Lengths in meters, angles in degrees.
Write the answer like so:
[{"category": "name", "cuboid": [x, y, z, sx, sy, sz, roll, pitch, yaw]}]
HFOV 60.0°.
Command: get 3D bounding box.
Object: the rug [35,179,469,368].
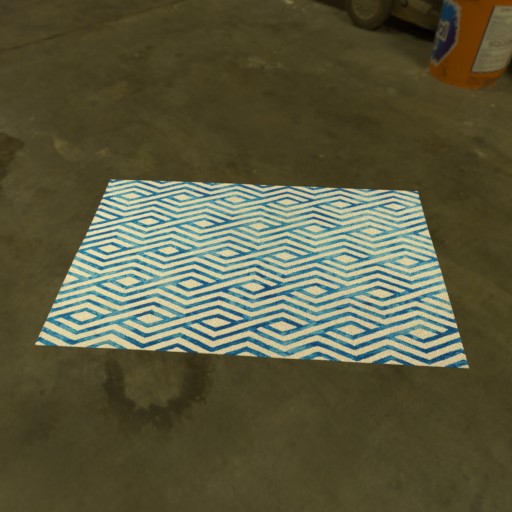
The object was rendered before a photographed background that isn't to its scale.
[{"category": "rug", "cuboid": [0.000, 0.000, 3.002, 2.439, 0.008, 1.531, 3, 48, 2]}]
